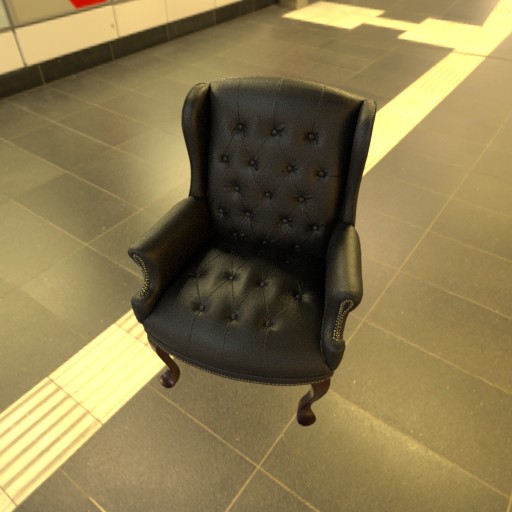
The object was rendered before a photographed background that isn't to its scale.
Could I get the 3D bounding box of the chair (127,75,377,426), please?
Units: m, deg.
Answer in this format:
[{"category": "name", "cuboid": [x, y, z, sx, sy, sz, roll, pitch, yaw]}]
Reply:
[{"category": "chair", "cuboid": [0.000, 0.000, 1.712, 0.831, 1.133, 0.822, 11, 43, 12]}]
